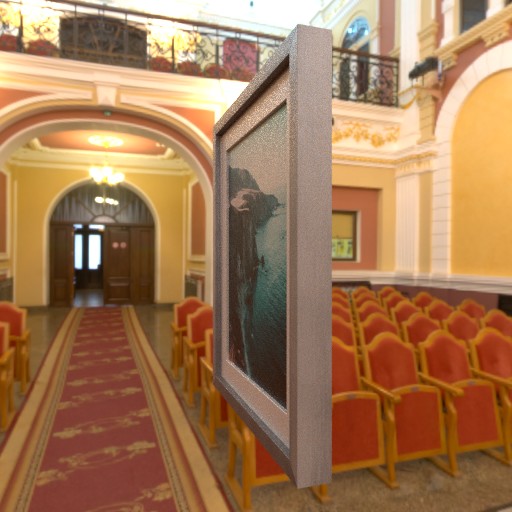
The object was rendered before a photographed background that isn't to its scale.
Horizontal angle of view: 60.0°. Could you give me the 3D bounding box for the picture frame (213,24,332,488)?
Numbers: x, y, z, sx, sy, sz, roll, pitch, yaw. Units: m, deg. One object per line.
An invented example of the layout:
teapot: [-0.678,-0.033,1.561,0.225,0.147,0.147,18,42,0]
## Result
picture frame: [0.000,0.000,0.749,0.046,0.555,0.449,0,0,-18]
